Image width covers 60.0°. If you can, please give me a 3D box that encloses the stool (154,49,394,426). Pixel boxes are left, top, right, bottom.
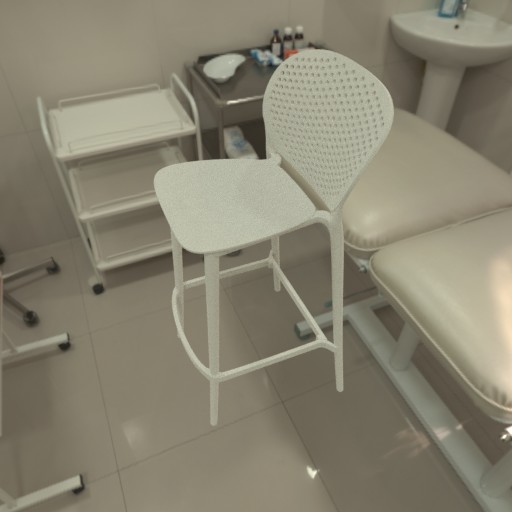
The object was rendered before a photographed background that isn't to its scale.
[{"bbox_3d":[0.000,0.000,1.322,0.535,1.045,0.536,-17,47,-17],"label":"stool"}]
